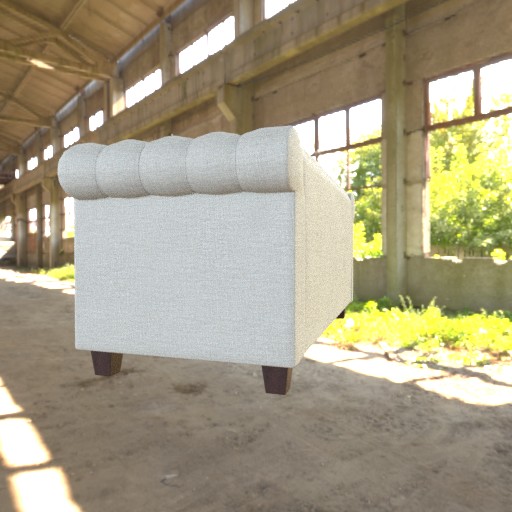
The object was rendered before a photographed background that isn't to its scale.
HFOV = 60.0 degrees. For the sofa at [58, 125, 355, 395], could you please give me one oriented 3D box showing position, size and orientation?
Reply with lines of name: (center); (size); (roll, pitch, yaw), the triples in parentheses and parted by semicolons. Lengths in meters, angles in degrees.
sofa: (0.000, 0.000, 2.145); (0.783, 0.797, 1.798); (0, 1, 18)
